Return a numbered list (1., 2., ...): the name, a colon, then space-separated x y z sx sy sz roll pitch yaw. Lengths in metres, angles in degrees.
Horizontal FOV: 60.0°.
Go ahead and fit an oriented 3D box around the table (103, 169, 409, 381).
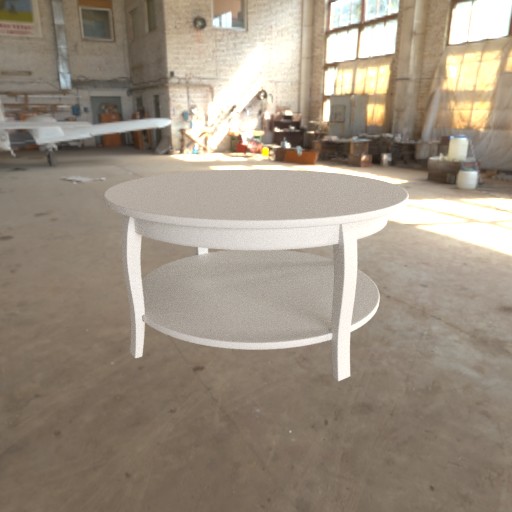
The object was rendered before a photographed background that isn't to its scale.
1. table: 0.000 0.000 1.461 0.910 0.457 0.910 0 18 0
